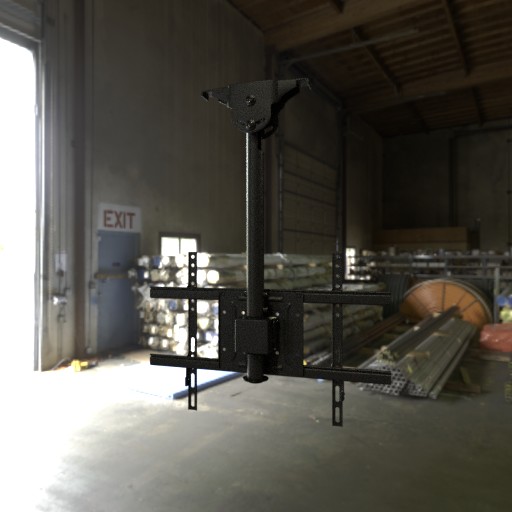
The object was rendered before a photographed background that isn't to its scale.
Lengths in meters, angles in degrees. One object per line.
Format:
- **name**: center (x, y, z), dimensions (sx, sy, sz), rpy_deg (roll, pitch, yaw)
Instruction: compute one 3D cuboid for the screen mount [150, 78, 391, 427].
- **screen mount**: center (0.000, 0.000, 1.022), dimensions (0.595, 0.775, 0.090), rpy_deg (0, 0, 17)
